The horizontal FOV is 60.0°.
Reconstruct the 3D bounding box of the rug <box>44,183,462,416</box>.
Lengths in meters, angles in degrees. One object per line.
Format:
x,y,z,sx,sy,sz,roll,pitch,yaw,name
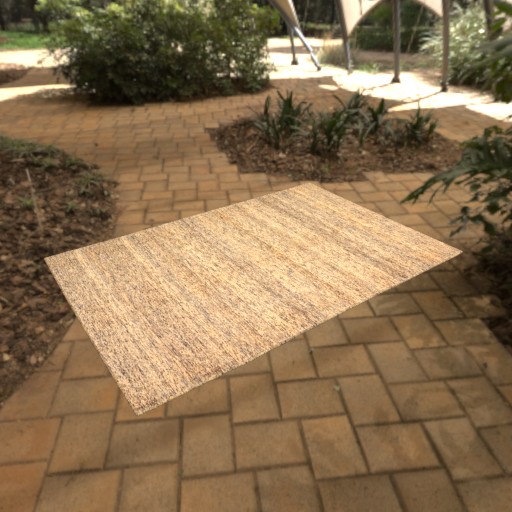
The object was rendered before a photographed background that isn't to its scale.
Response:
0.000,0.000,2.339,1.846,0.014,1.243,-20,36,-30,rug
